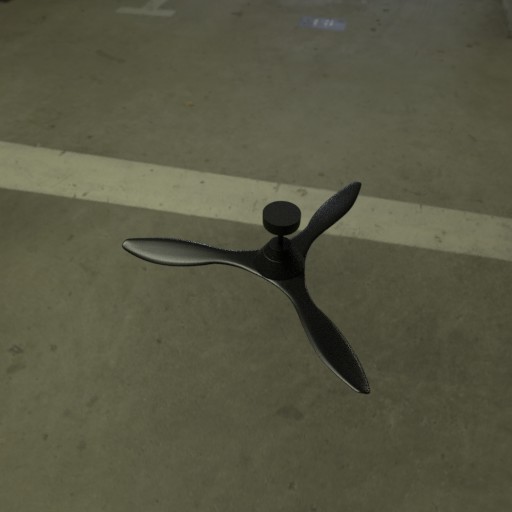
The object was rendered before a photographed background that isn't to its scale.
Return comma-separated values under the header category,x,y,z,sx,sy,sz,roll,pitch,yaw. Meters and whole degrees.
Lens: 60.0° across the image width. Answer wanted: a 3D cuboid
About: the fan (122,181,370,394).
category,x,y,z,sx,sy,sz,roll,pitch,yaw
fan,0.000,0.000,1.649,1.067,0.305,1.067,-3,46,-3
